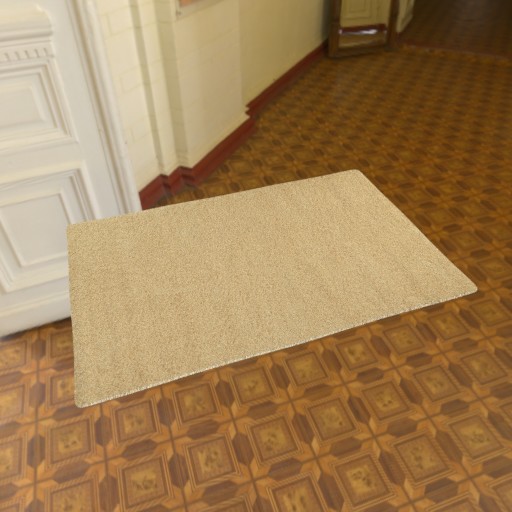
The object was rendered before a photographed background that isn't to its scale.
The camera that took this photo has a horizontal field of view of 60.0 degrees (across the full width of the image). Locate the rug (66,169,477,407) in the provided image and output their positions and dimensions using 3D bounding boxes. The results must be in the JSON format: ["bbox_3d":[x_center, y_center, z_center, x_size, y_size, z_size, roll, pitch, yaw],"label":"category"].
[{"bbox_3d":[0.000,0.000,2.930,2.349,0.026,1.500,-13,43,-14],"label":"rug"}]
